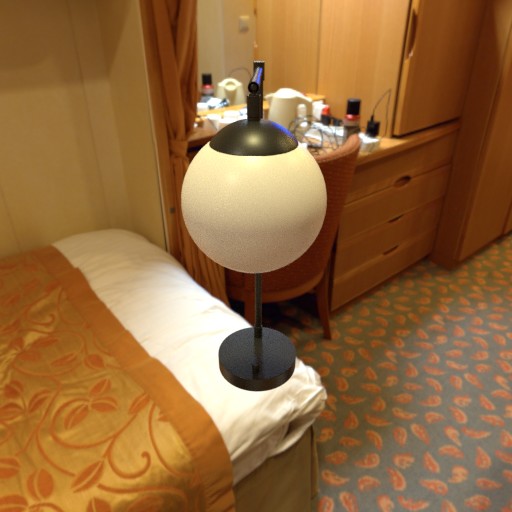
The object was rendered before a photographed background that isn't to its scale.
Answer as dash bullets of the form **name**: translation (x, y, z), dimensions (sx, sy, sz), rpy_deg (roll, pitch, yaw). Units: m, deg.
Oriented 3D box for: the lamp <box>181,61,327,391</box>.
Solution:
- **lamp**: translation (0.000, 0.000, 0.718), dimensions (0.197, 0.559, 0.316), rpy_deg (1, 30, 2)
